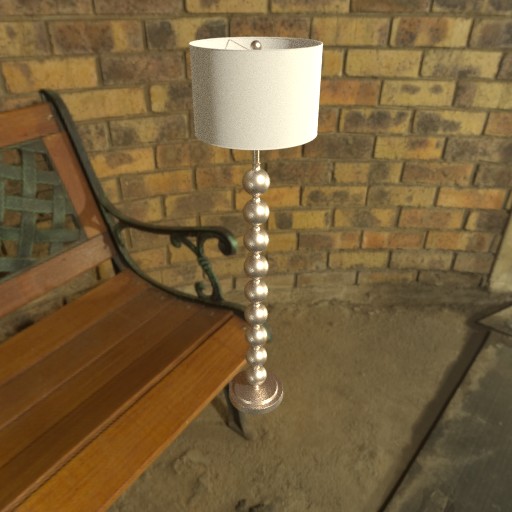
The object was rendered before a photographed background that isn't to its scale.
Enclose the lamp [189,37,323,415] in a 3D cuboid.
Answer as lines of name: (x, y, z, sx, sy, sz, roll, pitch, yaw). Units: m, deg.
lamp: (0.000, 0.000, 1.678, 0.394, 1.474, 0.394, 1, 31, 2)
